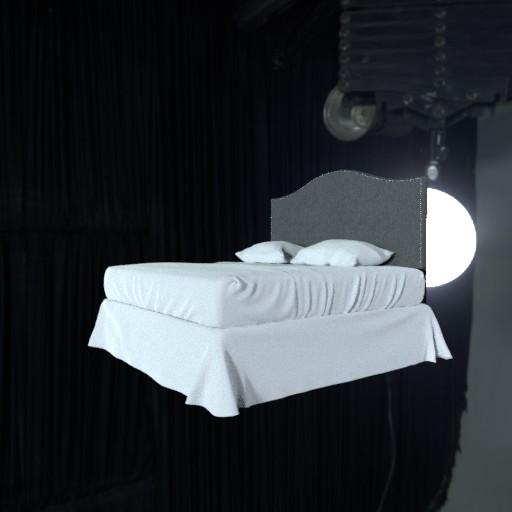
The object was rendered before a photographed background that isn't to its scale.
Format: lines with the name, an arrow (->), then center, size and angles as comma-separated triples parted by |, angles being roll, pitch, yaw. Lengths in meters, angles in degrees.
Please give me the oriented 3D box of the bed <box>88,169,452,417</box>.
bed -> 0.000, 0.000, 3.756 | 2.219, 1.651, 2.314 | 0, 1, -36
